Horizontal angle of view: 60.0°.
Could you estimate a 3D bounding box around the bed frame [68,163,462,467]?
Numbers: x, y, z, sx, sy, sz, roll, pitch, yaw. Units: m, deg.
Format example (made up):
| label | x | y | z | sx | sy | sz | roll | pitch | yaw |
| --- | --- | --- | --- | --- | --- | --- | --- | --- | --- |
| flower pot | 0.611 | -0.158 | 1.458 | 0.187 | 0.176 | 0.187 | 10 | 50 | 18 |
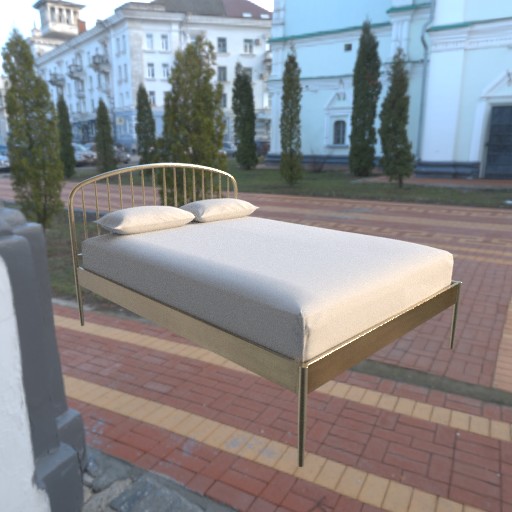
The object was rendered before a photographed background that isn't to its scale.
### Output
| label | x | y | z | sx | sy | sz | roll | pitch | yaw |
| --- | --- | --- | --- | --- | --- | --- | --- | --- | --- |
| bed frame | 0.000 | 0.000 | 3.006 | 1.612 | 1.175 | 2.152 | -14 | 20 | -43 |
